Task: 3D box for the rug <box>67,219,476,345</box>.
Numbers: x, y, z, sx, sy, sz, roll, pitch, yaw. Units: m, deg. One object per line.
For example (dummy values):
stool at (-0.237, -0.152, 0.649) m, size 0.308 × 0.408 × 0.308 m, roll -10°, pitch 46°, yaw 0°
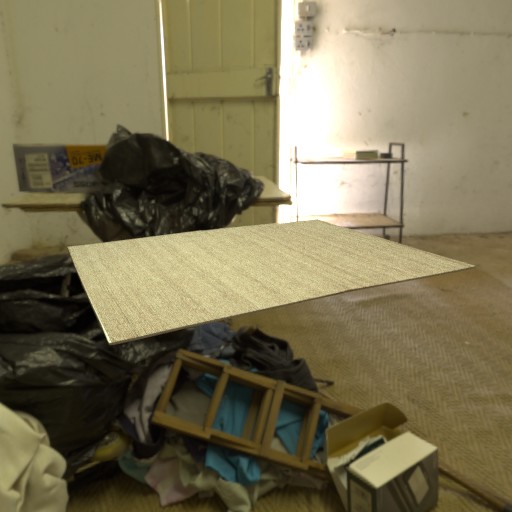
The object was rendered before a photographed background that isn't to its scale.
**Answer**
rug at (0.000, 0.000, 4.303) m, size 3.202 × 0.045 × 2.434 m, roll -8°, pitch 18°, yaw -26°
